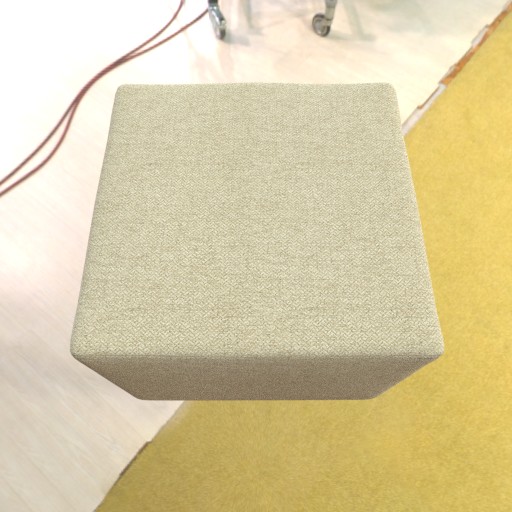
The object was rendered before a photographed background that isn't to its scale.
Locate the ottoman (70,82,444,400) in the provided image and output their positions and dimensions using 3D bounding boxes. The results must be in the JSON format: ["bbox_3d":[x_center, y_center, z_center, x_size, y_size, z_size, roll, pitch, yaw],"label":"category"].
[{"bbox_3d":[0.000,0.000,0.860,0.508,0.432,0.508,0,64,0],"label":"ottoman"}]
